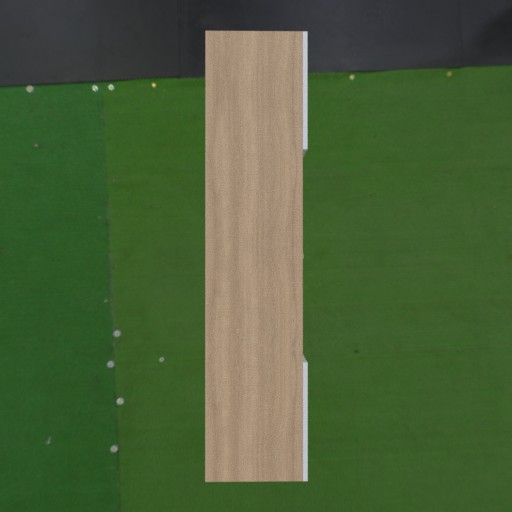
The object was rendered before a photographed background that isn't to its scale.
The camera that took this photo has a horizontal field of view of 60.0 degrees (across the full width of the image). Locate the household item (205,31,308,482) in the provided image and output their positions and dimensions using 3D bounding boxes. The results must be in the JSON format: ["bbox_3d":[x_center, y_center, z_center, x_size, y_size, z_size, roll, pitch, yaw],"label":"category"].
[{"bbox_3d":[0.000,0.000,1.975,0.420,0.310,1.850,0,90,-1],"label":"household item"}]
